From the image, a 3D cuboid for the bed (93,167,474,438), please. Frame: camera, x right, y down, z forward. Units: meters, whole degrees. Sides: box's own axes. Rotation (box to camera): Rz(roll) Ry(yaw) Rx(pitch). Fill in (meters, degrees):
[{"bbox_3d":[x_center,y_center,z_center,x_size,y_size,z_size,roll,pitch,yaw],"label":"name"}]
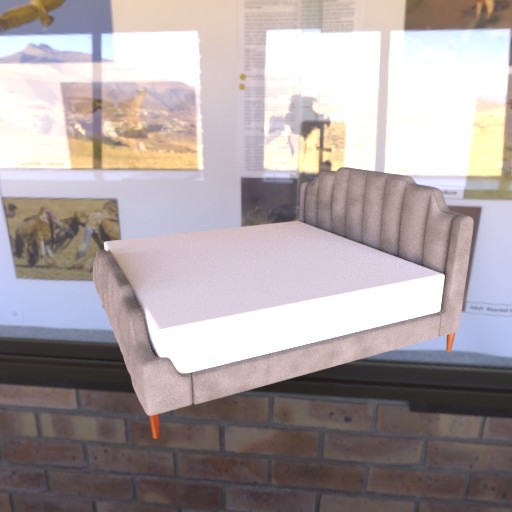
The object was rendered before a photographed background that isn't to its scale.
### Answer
[{"bbox_3d":[0.000,0.000,3.550,2.340,1.245,2.074,-8,18,-25],"label":"bed"}]
